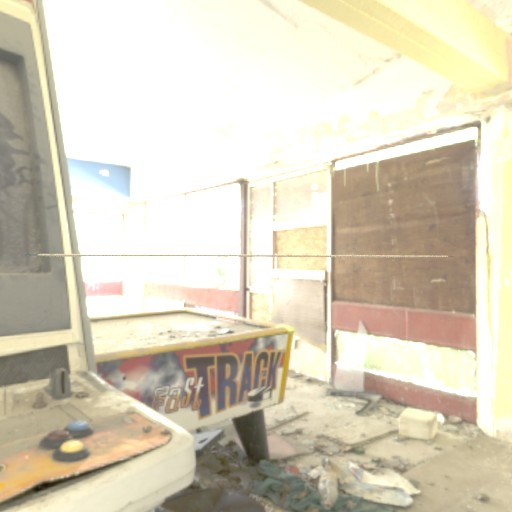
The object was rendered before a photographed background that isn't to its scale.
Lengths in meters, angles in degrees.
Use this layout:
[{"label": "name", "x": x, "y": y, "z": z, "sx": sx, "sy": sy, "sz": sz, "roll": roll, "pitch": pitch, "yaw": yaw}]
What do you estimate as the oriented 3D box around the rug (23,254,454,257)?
[{"label": "rug", "x": 0.000, "y": 0.000, "z": 2.605, "sx": 2.372, "sy": 0.008, "sz": 0.620, "roll": 0, "pitch": -1, "yaw": -18}]
